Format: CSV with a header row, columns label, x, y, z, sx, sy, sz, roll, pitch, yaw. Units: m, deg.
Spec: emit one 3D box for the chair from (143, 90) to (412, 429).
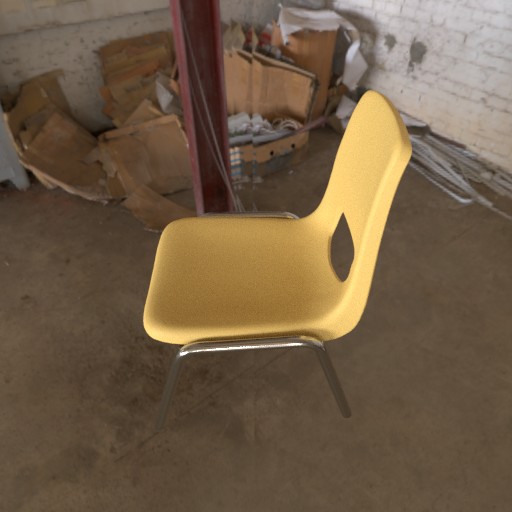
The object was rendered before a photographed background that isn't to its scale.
label,x,y,z,sx,sy,sz,roll,pitch,yaw
chair,0.000,0.000,0.776,0.385,0.536,0.354,-1,41,-1
